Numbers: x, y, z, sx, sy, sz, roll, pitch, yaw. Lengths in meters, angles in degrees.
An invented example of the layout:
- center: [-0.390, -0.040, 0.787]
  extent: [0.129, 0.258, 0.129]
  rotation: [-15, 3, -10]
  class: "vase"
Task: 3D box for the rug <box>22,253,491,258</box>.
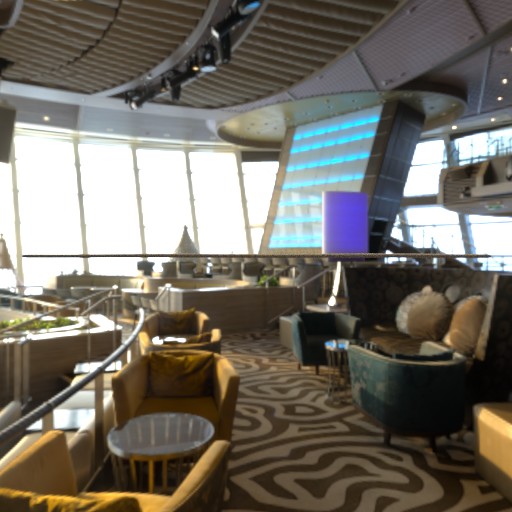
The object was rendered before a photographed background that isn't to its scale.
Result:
- center: [0.000, 0.000, 4.101]
  extent: [3.066, 0.030, 2.462]
  rotation: [0, 0, -1]
  class: "rug"
